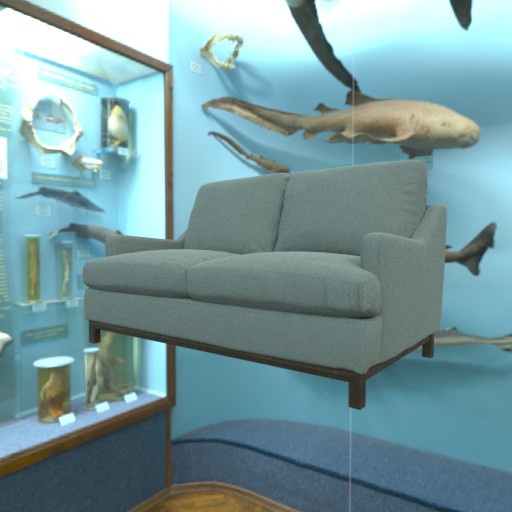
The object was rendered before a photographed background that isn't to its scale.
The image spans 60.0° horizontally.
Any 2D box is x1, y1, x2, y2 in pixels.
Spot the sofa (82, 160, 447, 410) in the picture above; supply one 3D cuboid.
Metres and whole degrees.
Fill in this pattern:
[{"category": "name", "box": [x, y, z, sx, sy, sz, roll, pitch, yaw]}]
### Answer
[{"category": "sofa", "box": [0.000, 0.000, 2.208, 1.589, 0.921, 0.987, 2, 3, 37]}]
